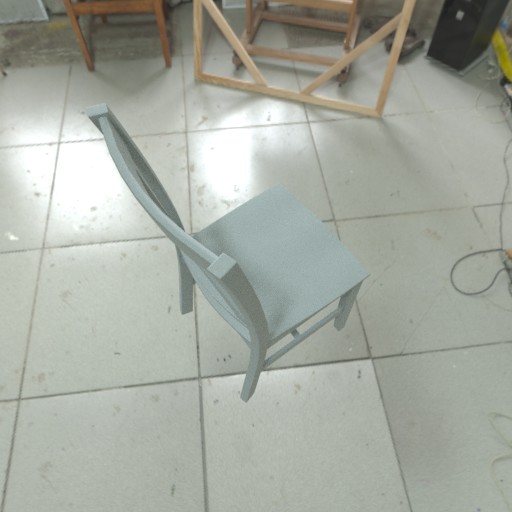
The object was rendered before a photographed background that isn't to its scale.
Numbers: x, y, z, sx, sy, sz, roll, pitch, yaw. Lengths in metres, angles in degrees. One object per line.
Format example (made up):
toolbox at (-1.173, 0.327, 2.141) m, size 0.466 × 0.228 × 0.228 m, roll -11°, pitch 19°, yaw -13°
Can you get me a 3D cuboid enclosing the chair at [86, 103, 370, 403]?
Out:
chair at (0.000, 0.000, 1.284) m, size 0.542 × 0.983 × 0.485 m, roll -32°, pitch 64°, yaw -18°
